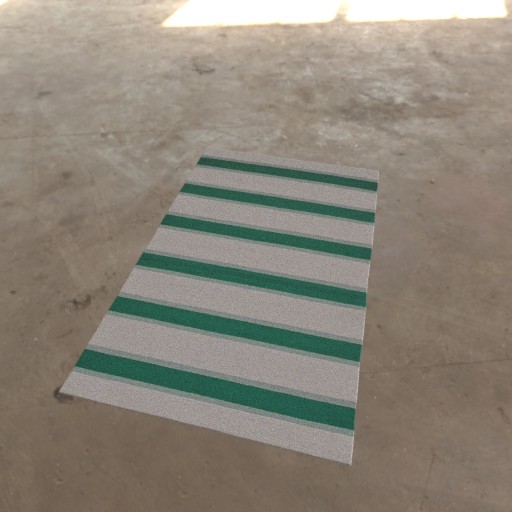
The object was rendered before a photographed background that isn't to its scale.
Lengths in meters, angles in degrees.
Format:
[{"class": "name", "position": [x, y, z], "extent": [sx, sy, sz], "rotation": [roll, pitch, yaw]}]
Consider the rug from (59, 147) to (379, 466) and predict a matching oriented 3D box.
[{"class": "rug", "position": [0.000, 0.000, 3.010], "extent": [1.521, 0.015, 2.436], "rotation": [10, 46, 10]}]
